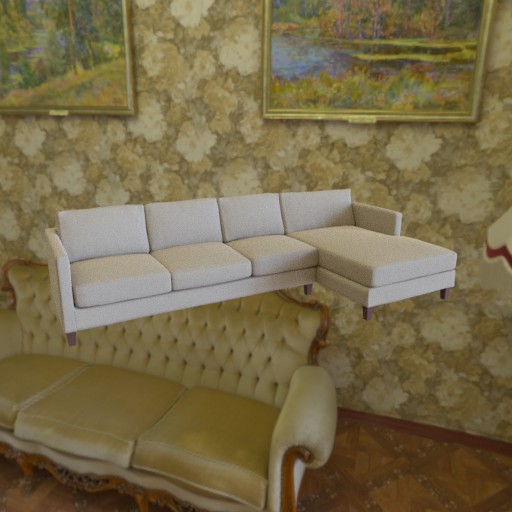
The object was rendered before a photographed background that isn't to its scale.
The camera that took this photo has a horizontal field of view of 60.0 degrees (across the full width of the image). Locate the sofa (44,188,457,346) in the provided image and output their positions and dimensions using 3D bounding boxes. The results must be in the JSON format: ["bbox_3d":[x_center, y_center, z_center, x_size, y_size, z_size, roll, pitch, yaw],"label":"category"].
[{"bbox_3d":[0.000,0.000,3.823,3.186,0.861,1.625,-9,19,-27],"label":"sofa"}]
